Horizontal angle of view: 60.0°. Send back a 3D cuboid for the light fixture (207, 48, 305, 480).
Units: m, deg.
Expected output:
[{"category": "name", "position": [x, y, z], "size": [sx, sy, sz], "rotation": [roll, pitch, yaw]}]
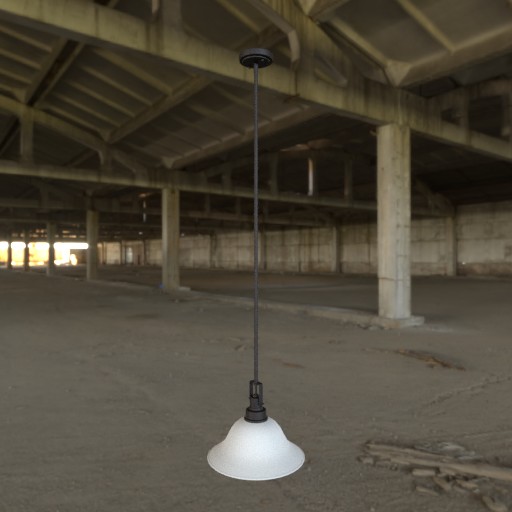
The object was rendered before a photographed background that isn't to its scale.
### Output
[{"category": "light fixture", "position": [0.000, 0.000, 1.481], "size": [0.324, 1.337, 0.324], "rotation": [0, 0, -37]}]
